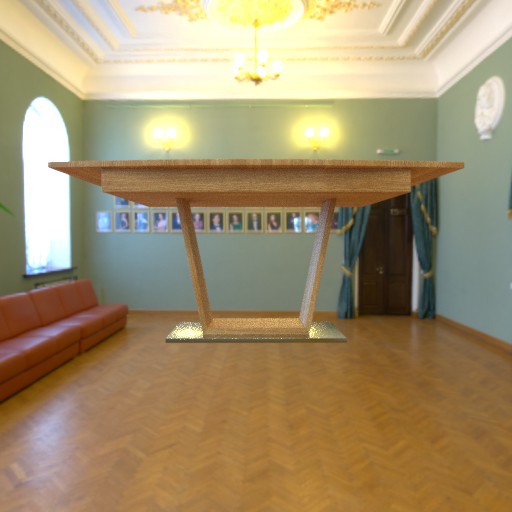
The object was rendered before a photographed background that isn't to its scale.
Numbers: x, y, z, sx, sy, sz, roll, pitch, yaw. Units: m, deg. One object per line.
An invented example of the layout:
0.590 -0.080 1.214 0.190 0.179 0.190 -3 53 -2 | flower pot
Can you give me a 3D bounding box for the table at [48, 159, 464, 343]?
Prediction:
0.000 0.000 2.097 1.598 0.748 0.900 0 2 0 | table
